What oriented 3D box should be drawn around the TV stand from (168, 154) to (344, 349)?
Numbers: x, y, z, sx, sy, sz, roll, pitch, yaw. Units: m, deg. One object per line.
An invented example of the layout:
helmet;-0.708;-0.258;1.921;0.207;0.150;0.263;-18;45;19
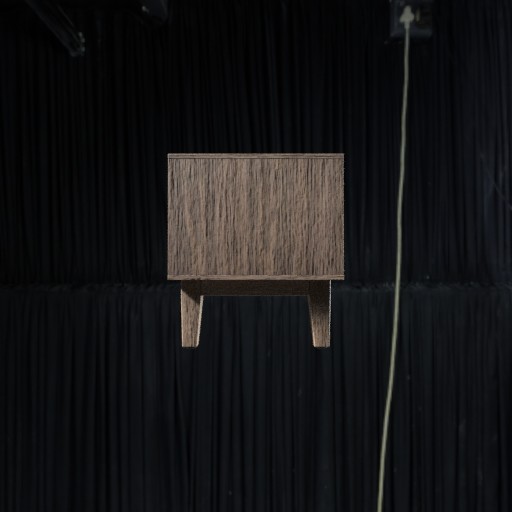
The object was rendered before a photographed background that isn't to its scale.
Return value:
TV stand;0.000;0.000;1.662;0.366;0.409;1.482;0;-1;0
